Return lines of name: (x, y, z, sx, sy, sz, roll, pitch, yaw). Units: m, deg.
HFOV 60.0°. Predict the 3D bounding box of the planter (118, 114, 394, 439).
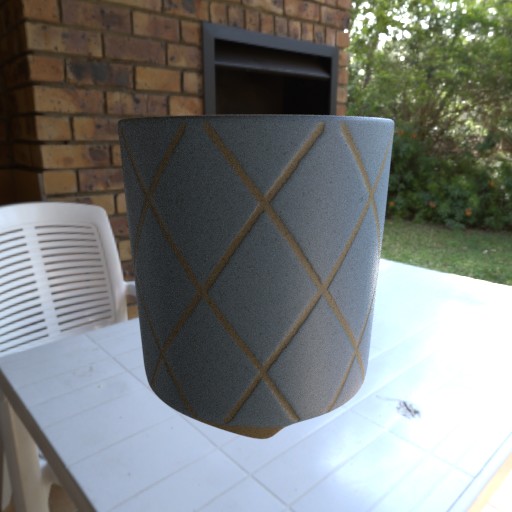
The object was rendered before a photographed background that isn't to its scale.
planter: (0.000, 0.000, 0.343, 0.191, 0.200, 0.191, 0, 15, 0)
